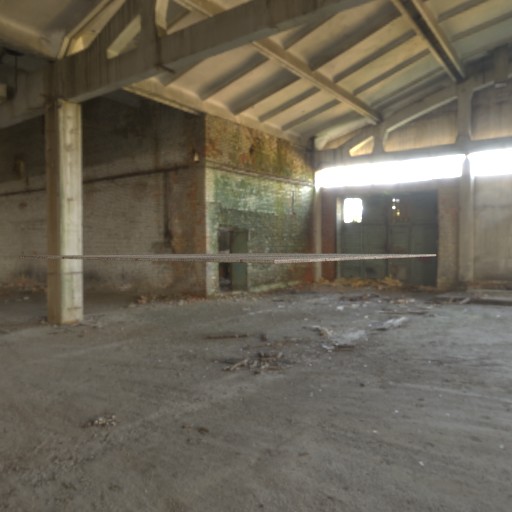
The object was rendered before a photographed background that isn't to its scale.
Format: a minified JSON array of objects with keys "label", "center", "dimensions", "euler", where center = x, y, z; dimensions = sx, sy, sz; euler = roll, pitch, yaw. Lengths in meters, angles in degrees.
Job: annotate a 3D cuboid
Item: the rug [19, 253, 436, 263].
[{"label":"rug","center":[0.000,0.000,3.901],"dimensions":[2.317,0.016,2.959],"euler":[1,1,35]}]
